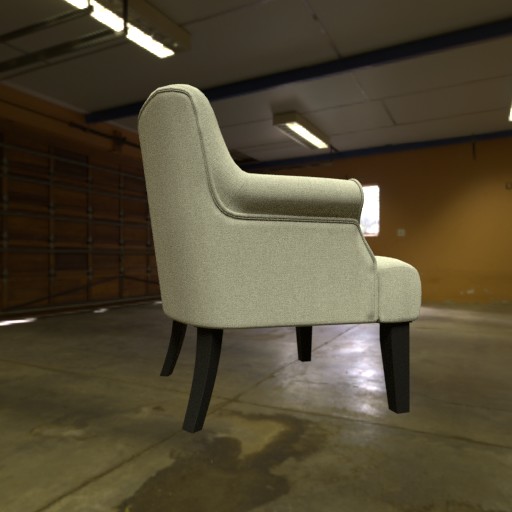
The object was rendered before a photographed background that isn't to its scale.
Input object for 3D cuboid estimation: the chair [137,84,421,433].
[{"bbox_3d":[0.000,0.000,1.455,0.750,0.875,0.781,0,0,-18],"label":"chair"}]
